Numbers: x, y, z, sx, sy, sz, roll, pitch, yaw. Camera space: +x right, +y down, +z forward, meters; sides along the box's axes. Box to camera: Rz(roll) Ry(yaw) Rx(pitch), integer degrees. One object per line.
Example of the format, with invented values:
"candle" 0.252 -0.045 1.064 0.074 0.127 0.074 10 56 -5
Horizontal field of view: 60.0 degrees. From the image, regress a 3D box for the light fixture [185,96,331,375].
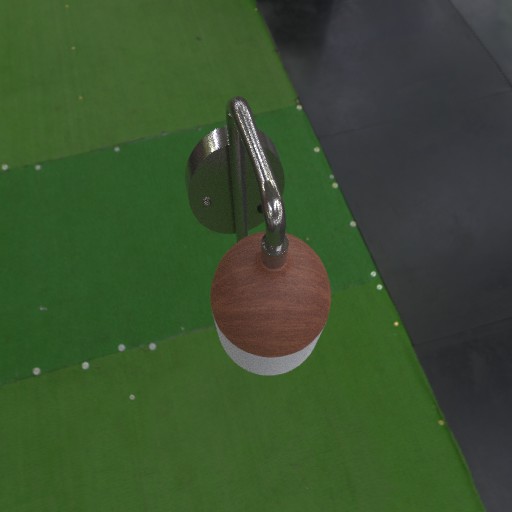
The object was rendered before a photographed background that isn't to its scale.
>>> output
"light fixture" 0.000 0.000 0.440 0.108 0.343 0.216 -12 65 -6
